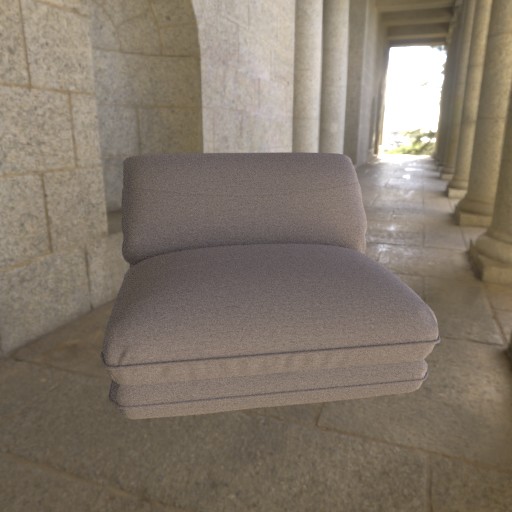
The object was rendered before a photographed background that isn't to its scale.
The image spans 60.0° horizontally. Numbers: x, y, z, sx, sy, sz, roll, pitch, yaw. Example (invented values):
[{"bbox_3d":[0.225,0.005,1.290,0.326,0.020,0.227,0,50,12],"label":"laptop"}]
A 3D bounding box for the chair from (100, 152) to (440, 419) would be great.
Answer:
[{"bbox_3d":[0.000,0.000,1.336,0.820,0.580,0.780,-3,16,-9],"label":"chair"}]
